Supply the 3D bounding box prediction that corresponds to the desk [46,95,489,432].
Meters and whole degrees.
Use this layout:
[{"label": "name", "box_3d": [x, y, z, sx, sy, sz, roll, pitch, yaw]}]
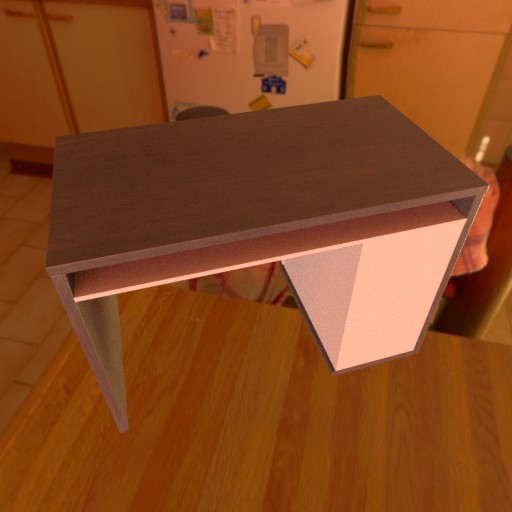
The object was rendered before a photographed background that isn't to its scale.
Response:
[{"label": "desk", "box_3d": [0.000, 0.000, 1.511, 1.100, 0.750, 0.600, -11, 44, -12]}]
